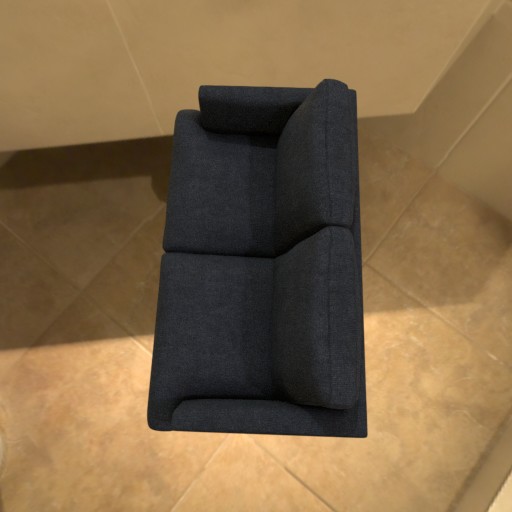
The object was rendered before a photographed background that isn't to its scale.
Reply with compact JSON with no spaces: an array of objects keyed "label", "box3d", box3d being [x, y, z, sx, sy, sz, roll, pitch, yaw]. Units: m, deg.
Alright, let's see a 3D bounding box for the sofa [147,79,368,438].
[{"label":"sofa","box3d":[0.000,0.000,2.101,0.903,0.944,1.582,2,74,1]}]
